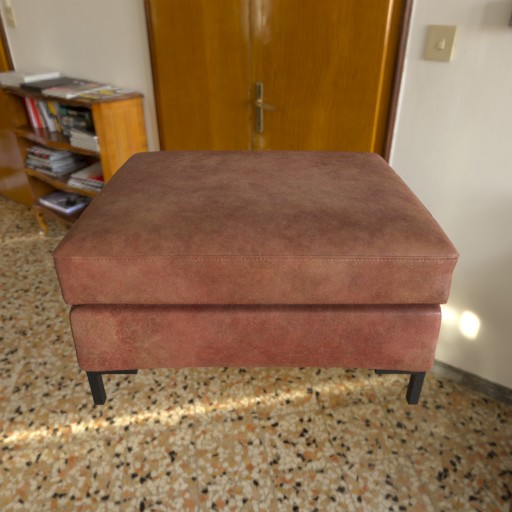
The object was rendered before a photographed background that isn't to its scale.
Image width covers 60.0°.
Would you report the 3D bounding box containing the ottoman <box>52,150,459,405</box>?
[{"bbox_3d":[0.000,0.000,1.792,1.186,0.667,0.965,0,30,0],"label":"ottoman"}]
